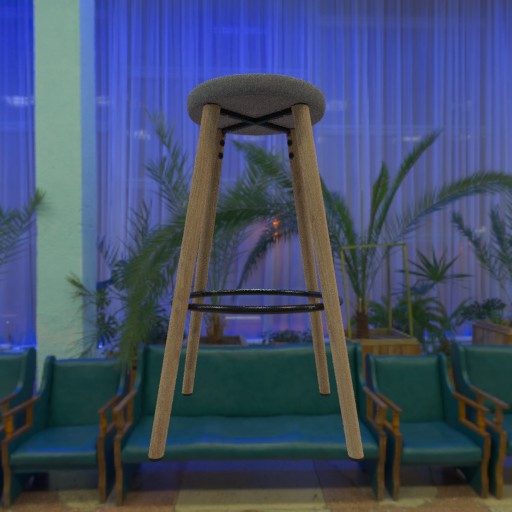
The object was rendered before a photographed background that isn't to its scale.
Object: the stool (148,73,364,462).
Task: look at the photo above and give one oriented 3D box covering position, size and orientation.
[{"bbox_3d":[0.000,0.000,1.034,0.410,0.770,0.410,0,0,0],"label":"stool"}]
